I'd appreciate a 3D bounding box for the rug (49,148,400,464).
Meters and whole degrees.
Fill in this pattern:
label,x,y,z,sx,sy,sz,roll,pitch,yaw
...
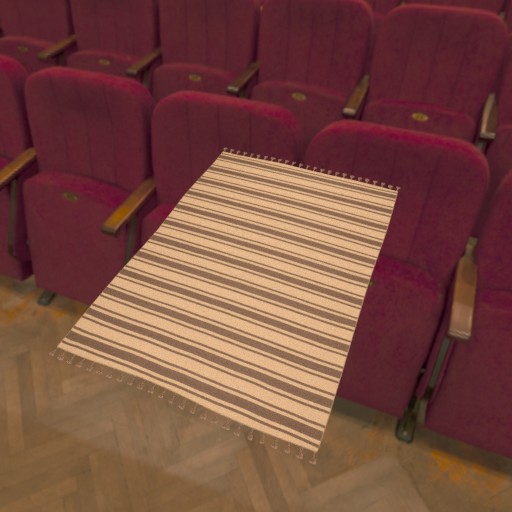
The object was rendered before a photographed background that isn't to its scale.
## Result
label,x,y,z,sx,sy,sz,roll,pitch,yaw
rug,0.000,0.000,3.935,2.030,0.017,3.040,17,48,16
